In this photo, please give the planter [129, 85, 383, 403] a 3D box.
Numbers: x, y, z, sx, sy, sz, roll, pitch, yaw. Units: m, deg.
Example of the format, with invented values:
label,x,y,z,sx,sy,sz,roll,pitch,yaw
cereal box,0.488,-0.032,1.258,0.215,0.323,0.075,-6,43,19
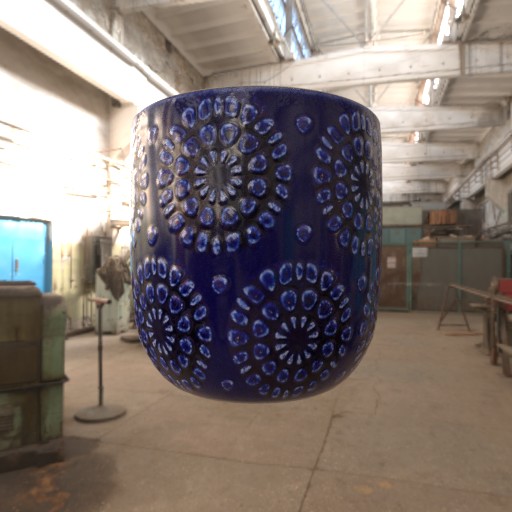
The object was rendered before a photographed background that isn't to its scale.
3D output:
label,x,y,z,sx,sy,sz,roll,pitch,yaw
planter,0.000,0.000,0.198,0.109,0.112,0.109,0,-1,0
